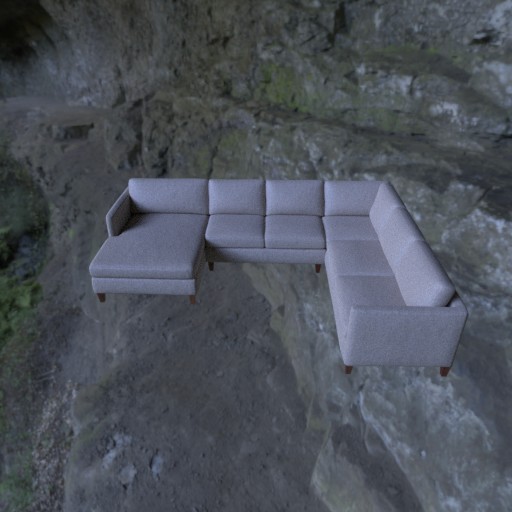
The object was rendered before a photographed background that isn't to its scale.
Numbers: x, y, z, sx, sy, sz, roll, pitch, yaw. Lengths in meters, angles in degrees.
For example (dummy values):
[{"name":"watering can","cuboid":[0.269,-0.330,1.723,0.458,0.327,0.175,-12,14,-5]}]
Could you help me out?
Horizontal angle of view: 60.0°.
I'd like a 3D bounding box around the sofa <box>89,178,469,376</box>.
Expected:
[{"name":"sofa","cuboid":[0.000,0.000,4.644,3.403,0.889,2.551,1,31,2]}]
